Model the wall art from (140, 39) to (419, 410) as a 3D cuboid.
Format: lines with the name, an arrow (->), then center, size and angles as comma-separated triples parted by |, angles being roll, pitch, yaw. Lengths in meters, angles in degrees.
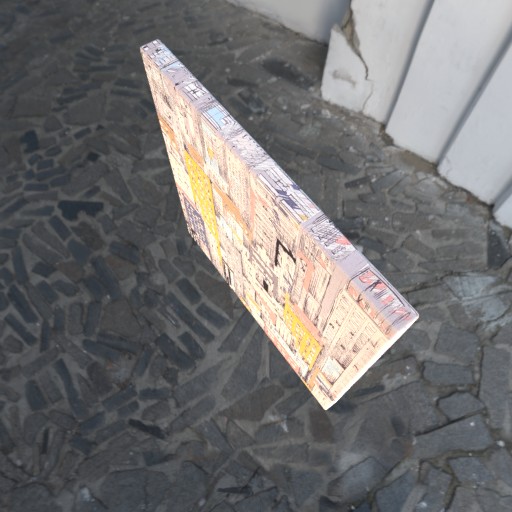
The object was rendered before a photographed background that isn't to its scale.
wall art -> 0.000, 0.000, 1.124 | 0.048, 0.762, 0.761 | -33, 67, -16
